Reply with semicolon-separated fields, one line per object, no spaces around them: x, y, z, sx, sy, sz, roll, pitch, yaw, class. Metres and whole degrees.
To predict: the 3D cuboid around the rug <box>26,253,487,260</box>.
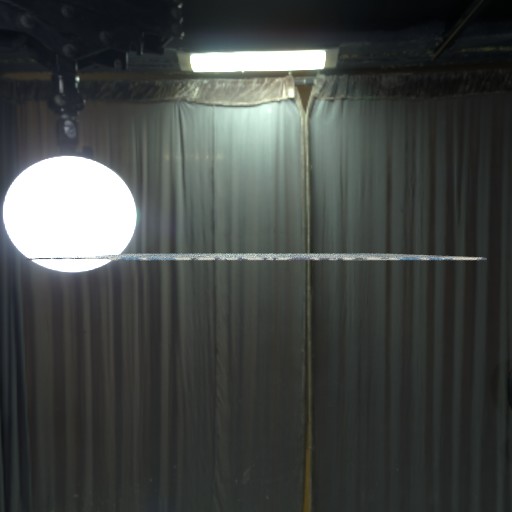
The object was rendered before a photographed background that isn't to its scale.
0.000;0.000;2.996;2.261;0.013;1.676;0;1;-1;rug
